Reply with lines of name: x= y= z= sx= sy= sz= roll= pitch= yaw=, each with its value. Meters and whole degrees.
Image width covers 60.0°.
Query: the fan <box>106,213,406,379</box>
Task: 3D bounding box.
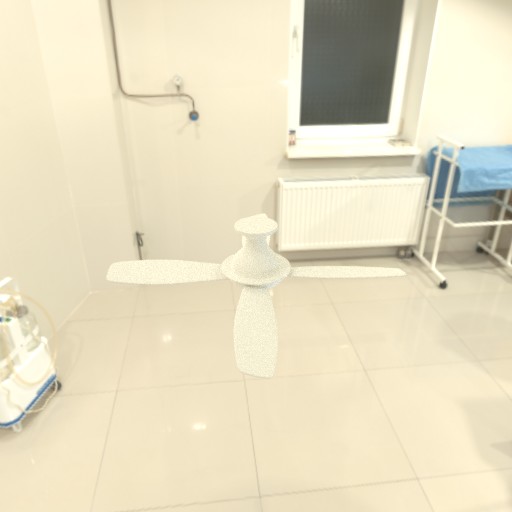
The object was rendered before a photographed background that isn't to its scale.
fan: x=0.000 y=0.000 z=2.488 sx=1.693 sy=0.382 sz=1.694 roll=0 pitch=28 yaw=0
